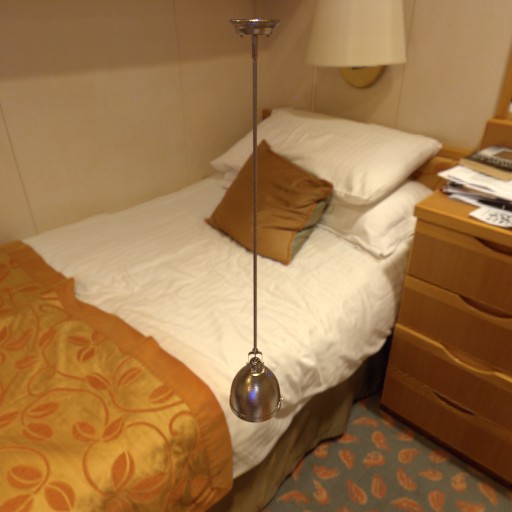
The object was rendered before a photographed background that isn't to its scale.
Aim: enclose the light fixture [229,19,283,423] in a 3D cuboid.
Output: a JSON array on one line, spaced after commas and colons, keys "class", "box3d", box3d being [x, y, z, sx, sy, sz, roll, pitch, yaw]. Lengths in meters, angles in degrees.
[{"class": "light fixture", "box3d": [0.000, 0.000, 1.454, 0.217, 1.367, 0.211, -1, 30, -2]}]
